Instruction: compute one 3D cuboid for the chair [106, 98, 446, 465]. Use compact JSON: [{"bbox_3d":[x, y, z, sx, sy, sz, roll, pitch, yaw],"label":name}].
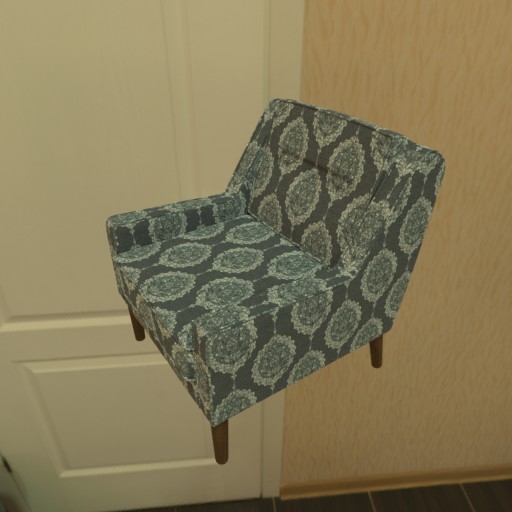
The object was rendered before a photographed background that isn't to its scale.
[{"bbox_3d":[0.000,0.000,1.355,0.743,0.792,0.663,-20,38,-28],"label":"chair"}]
